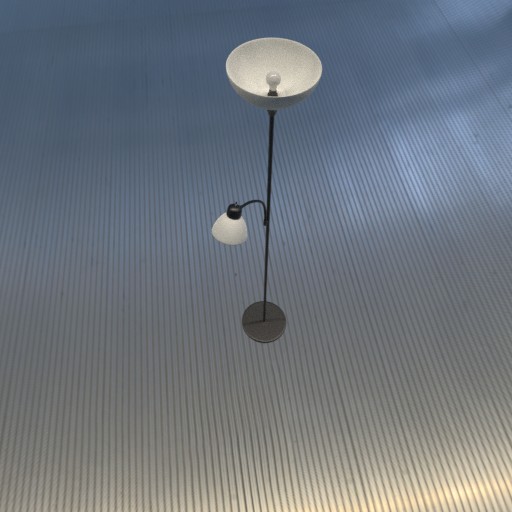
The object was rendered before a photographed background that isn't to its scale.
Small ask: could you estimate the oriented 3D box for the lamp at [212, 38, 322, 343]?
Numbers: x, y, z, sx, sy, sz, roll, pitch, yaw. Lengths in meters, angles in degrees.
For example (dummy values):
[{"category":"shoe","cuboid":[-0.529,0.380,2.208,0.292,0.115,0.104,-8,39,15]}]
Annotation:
[{"category":"lamp","cuboid":[0.000,0.000,1.975,0.279,1.804,0.442,32,63,18]}]
